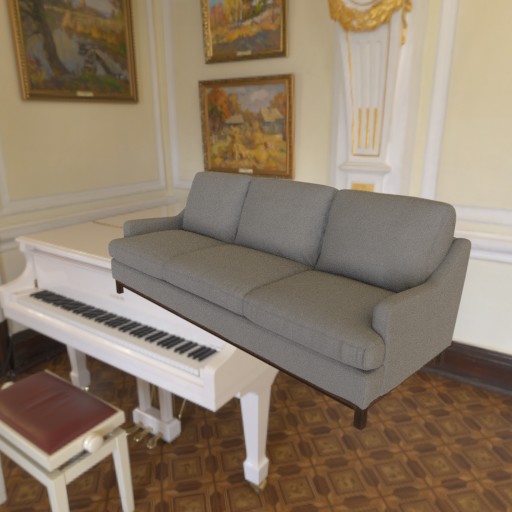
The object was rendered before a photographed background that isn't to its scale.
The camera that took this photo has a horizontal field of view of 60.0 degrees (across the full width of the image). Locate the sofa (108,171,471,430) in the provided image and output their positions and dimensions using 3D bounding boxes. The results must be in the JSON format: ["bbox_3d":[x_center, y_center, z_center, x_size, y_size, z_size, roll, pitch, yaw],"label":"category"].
[{"bbox_3d":[0.000,0.000,2.905,0.987,0.926,2.344,-15,23,-41],"label":"sofa"}]
